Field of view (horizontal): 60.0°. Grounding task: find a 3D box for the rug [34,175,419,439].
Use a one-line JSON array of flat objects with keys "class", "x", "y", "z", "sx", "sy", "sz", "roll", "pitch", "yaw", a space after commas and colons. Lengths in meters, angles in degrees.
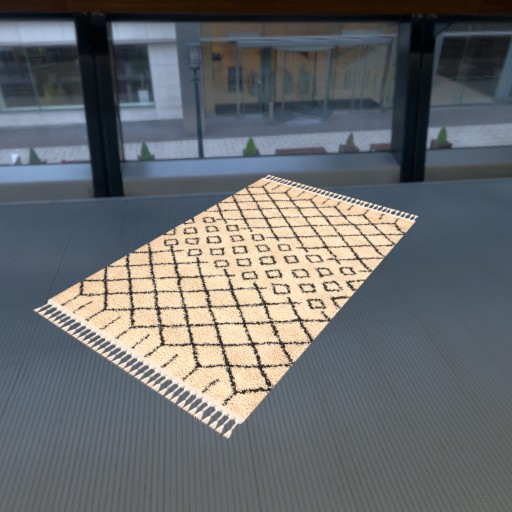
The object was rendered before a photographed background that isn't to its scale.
[{"class": "rug", "x": 0.000, "y": 0.000, "z": 2.506, "sx": 1.196, "sy": 0.008, "sz": 2.006, "roll": 21, "pitch": 39, "yaw": 29}]
